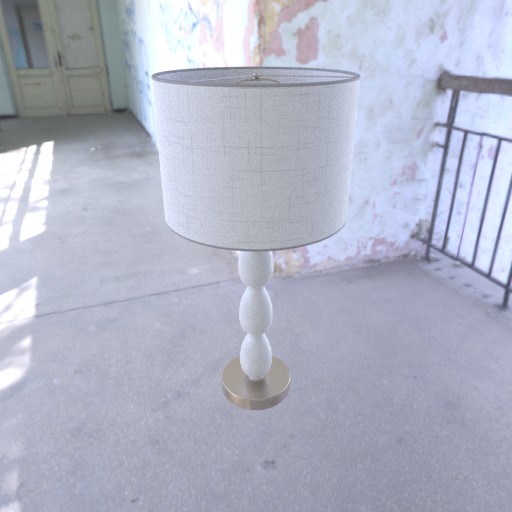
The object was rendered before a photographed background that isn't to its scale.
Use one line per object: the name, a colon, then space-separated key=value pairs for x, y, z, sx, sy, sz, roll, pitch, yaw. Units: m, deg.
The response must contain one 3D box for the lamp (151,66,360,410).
lamp: x=0.000 y=0.000 z=0.732 sx=0.282 sy=0.559 sz=0.280 roll=-9 pitch=28 yaw=-17
